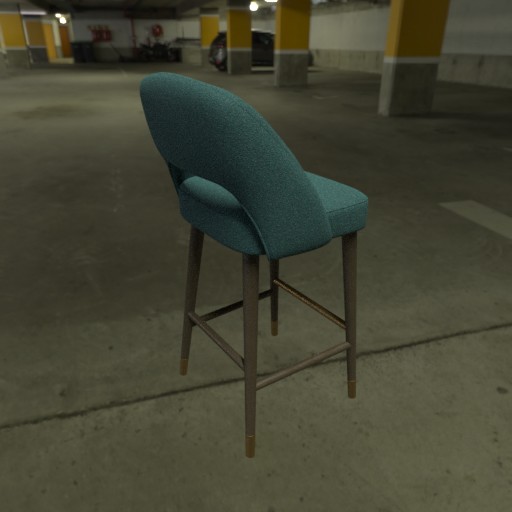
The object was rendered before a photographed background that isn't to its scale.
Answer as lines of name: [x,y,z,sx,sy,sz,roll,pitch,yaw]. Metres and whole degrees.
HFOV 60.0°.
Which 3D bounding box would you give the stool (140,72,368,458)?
stool: [0.000,0.000,1.329,0.522,1.032,0.536,-17,30,-31]
